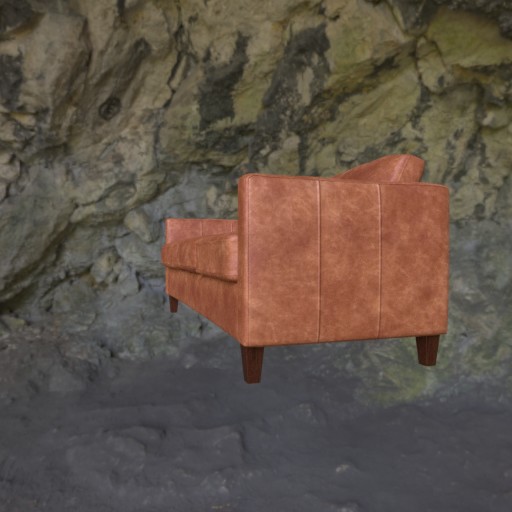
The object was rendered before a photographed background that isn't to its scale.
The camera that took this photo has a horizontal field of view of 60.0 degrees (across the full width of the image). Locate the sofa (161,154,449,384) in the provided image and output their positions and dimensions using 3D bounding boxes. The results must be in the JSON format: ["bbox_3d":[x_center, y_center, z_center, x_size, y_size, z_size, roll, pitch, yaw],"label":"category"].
[{"bbox_3d":[0.000,0.000,2.980,1.045,1.006,2.464,0,0,-19],"label":"sofa"}]
